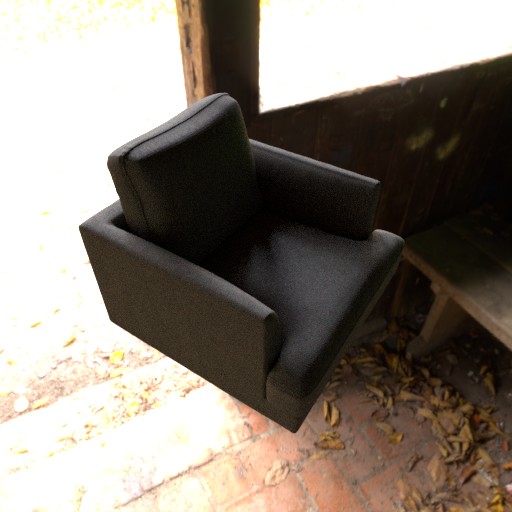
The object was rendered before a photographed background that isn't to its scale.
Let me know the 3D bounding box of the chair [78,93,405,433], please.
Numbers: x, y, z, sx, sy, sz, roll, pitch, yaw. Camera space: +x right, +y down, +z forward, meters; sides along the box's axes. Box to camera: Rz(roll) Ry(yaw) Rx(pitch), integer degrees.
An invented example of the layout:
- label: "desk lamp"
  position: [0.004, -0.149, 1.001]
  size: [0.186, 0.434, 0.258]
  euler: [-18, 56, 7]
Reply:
- label: "chair"
  position: [0.000, 0.000, 1.681]
  size: [0.899, 0.957, 0.858]
  euler: [24, 48, 24]
